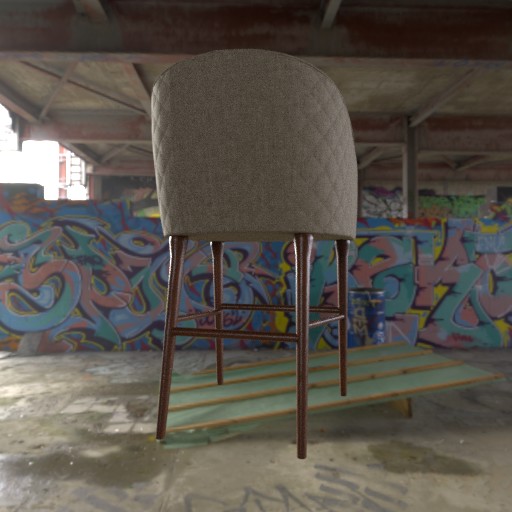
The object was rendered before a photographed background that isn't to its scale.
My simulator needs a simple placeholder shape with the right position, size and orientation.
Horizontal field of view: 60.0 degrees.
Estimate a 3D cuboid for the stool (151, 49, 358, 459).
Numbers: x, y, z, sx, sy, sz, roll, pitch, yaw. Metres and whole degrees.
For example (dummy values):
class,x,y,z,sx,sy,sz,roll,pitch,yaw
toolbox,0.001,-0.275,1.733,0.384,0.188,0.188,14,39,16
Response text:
class,x,y,z,sx,sy,sz,roll,pitch,yaw
stool,0.000,0.000,1.327,0.559,0.952,0.635,0,0,17
